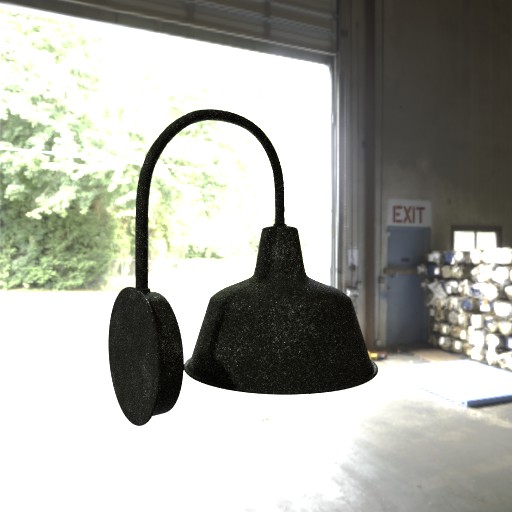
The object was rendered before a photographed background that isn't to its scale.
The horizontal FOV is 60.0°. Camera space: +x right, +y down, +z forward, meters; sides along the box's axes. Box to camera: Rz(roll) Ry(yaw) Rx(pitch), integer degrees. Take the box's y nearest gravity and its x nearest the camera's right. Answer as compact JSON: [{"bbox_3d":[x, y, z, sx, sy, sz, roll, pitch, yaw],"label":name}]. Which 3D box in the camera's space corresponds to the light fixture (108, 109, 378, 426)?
[{"bbox_3d":[0.000,0.000,0.482,0.283,0.300,0.216,0,1,-37],"label":"light fixture"}]
